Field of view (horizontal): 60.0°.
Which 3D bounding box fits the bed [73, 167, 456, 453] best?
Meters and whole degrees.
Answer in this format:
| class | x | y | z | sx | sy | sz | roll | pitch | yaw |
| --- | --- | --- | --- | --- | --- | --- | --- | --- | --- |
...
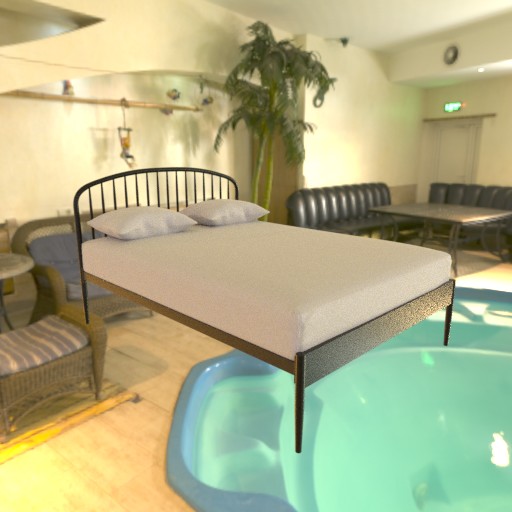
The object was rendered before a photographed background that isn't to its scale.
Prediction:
| class | x | y | z | sx | sy | sz | roll | pitch | yaw |
| --- | --- | --- | --- | --- | --- | --- | --- | --- | --- |
| bed | 0.000 | 0.000 | 3.104 | 1.618 | 1.166 | 2.159 | -13 | 18 | -43 |
